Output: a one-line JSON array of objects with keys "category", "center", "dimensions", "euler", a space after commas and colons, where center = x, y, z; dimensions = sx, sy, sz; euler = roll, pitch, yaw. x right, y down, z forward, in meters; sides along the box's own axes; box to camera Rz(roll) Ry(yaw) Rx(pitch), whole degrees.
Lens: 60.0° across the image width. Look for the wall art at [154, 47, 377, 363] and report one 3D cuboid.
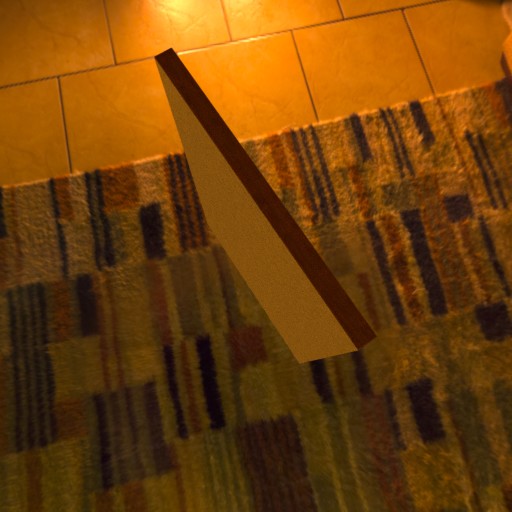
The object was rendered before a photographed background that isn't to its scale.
[{"category": "wall art", "center": [0.000, 0.000, 1.166], "dimensions": [0.037, 0.914, 0.610], "euler": [-32, 78, -8]}]
